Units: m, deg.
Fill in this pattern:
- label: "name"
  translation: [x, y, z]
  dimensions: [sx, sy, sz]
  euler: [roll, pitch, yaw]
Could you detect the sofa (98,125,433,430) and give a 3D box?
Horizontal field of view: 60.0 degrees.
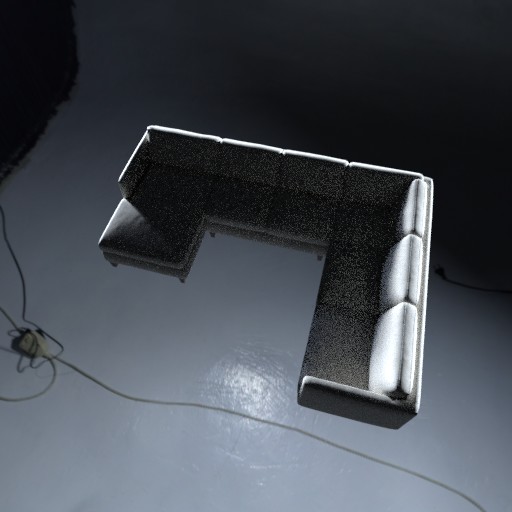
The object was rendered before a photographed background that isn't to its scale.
- label: "sofa"
  translation: [0.000, 0.000, 4.459]
  dimensions: [3.238, 0.853, 2.551]
  euler: [13, 58, 8]
